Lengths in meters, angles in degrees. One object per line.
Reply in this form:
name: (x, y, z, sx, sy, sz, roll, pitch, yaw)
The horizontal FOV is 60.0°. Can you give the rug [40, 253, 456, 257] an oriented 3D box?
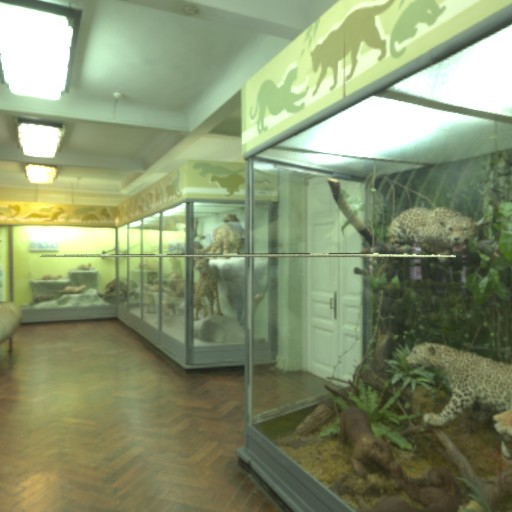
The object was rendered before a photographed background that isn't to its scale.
rug: (0.000, 0.000, 4.166, 3.049, 0.021, 2.466, 0, 0, 34)
